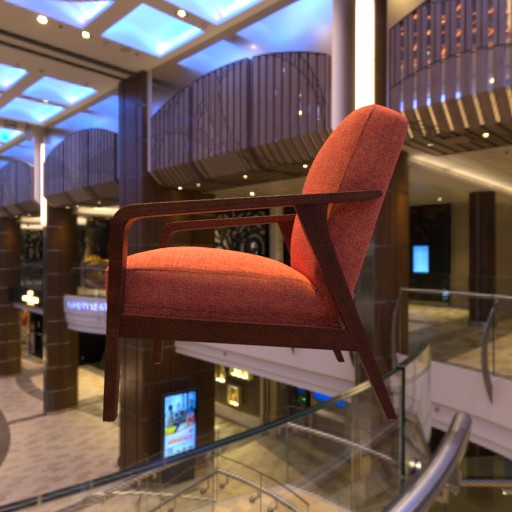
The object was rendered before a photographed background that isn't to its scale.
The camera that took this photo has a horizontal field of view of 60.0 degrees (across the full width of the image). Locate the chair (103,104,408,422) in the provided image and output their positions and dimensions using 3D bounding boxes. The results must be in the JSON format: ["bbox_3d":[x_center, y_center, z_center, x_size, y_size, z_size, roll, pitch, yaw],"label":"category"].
[{"bbox_3d":[0.000,0.000,1.521,0.860,0.890,0.719,0,0,-1],"label":"chair"}]
